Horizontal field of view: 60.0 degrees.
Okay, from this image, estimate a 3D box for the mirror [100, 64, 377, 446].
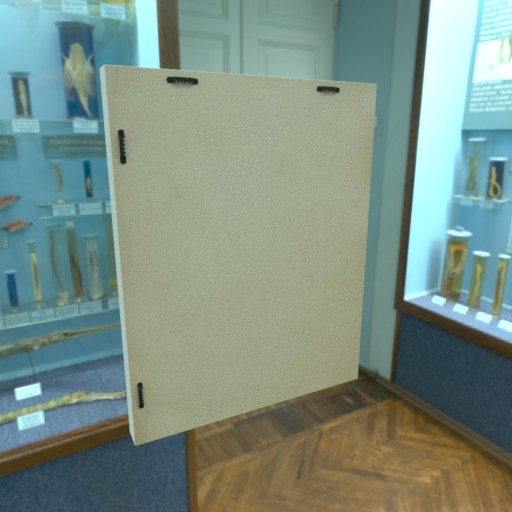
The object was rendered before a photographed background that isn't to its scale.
[{"bbox_3d":[0.000,0.000,0.674,0.406,0.509,0.041,-7,17,-26],"label":"mirror"}]
